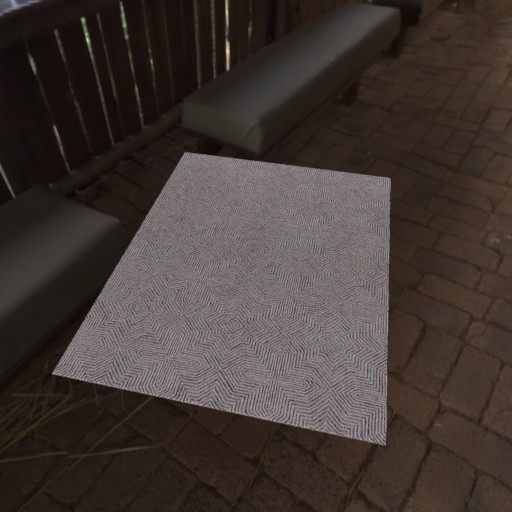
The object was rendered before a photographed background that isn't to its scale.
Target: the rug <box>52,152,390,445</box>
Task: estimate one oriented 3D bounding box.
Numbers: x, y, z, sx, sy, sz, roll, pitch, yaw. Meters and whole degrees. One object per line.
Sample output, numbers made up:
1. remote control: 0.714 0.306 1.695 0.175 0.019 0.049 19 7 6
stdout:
1. rug: 0.000 0.000 4.156 2.442 0.008 3.046 9 47 9
